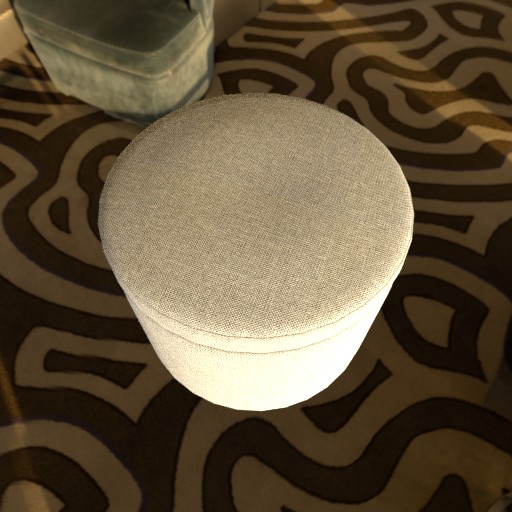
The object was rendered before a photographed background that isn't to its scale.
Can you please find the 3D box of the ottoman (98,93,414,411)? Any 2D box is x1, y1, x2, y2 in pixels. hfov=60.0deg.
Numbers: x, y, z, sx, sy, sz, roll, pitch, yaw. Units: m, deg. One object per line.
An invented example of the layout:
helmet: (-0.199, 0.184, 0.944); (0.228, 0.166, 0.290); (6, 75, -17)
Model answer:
ottoman: (0.000, 0.000, 0.864); (0.500, 0.419, 0.500); (0, 57, 0)
